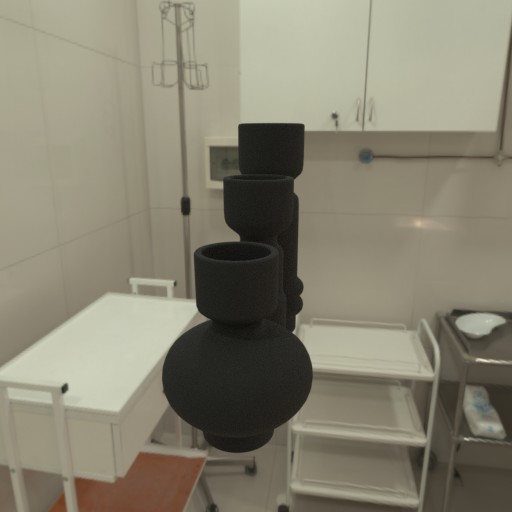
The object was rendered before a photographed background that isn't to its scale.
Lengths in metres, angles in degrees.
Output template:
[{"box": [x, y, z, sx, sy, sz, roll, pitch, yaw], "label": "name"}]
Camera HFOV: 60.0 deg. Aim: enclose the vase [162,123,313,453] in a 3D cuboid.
[{"box": [0.000, 0.000, 0.427, 0.120, 0.249, 0.307, 2, 16, 9], "label": "vase"}]
